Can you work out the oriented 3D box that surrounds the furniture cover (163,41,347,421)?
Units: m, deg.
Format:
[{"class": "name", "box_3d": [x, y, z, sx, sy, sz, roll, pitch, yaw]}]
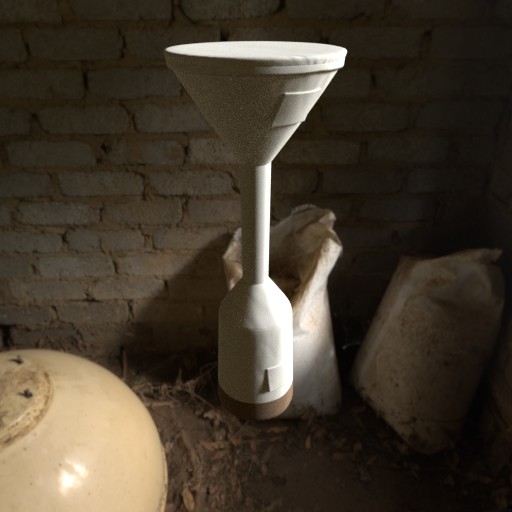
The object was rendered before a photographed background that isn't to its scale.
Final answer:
[{"class": "furniture cover", "box_3d": [0.000, 0.000, 2.827, 0.914, 2.413, 0.914, -22, 37, -34]}]
